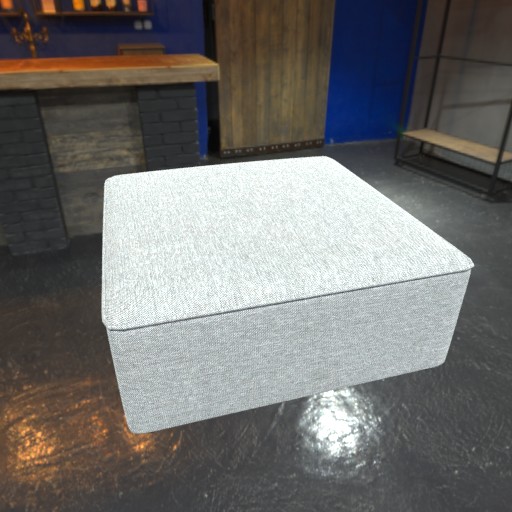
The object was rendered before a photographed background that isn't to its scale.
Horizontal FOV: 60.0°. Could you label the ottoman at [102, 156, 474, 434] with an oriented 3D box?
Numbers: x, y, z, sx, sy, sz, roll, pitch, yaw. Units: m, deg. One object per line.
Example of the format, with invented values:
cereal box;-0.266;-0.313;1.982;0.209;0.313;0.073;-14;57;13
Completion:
ottoman;0.000;0.000;1.602;1.005;0.455;1.005;-8;31;-14
